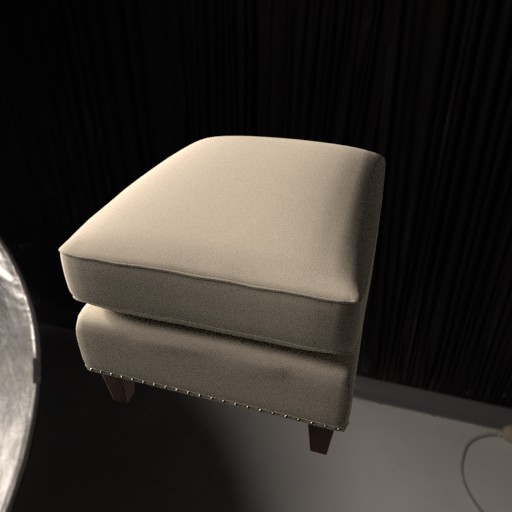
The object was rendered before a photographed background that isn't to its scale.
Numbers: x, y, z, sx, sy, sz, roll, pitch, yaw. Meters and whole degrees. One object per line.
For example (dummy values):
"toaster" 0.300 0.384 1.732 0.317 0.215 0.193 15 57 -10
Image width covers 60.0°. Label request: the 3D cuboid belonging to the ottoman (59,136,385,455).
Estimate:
"ottoman" 0.000 0.000 1.147 0.584 0.513 0.741 9 32 14
